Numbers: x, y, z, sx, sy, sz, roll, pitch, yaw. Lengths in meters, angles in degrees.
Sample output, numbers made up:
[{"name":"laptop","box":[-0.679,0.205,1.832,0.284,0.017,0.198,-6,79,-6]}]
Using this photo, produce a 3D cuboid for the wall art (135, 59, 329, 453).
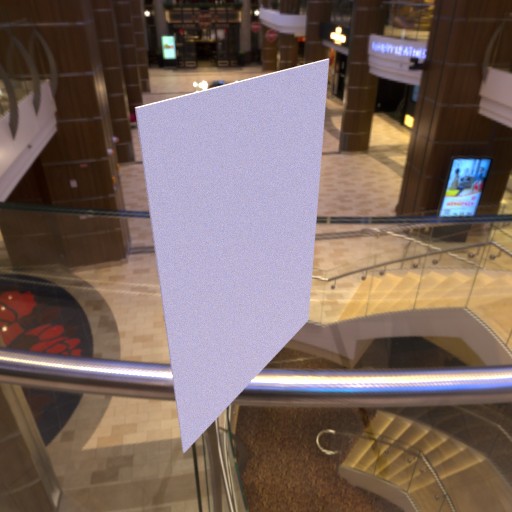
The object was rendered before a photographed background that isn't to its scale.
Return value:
[{"name":"wall art","box":[0.000,0.000,0.804,0.003,0.610,0.457,20,37,29]}]
